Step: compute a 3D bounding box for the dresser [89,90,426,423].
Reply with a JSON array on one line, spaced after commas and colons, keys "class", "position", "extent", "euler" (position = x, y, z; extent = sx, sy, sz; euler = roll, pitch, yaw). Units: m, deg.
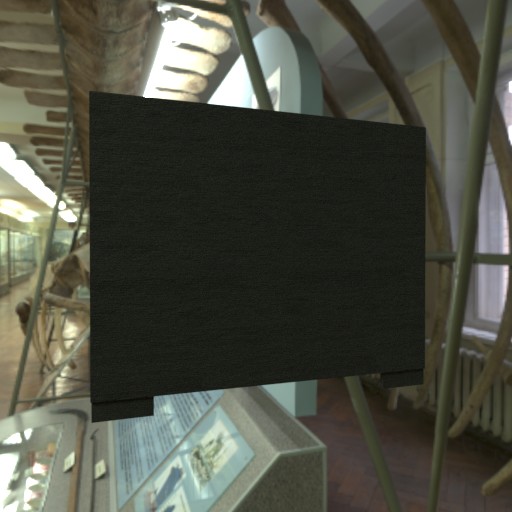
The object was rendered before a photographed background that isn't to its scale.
[{"class": "dresser", "position": [0.000, 0.000, 1.433], "extent": [0.994, 0.816, 0.404], "euler": [0, 1, -19]}]
